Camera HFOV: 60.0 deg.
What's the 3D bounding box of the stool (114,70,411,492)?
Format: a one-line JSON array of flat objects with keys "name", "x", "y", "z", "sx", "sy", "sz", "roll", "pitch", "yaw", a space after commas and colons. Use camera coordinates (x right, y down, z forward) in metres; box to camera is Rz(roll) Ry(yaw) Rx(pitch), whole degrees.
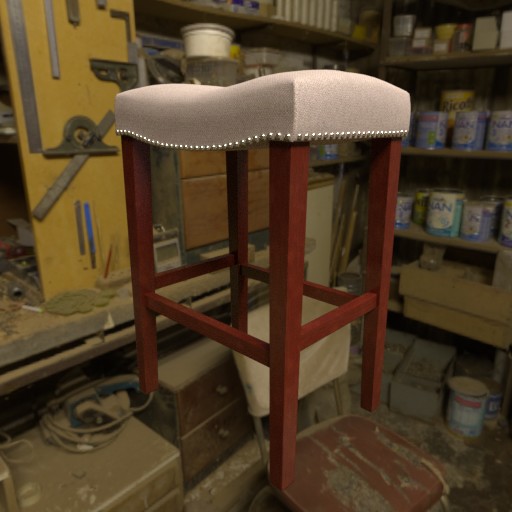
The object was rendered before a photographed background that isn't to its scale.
[{"name": "stool", "x": 0.000, "y": 0.000, "z": 0.999, "sx": 0.504, "sy": 0.742, "sz": 0.372, "roll": 15, "pitch": 23, "yaw": 41}]
